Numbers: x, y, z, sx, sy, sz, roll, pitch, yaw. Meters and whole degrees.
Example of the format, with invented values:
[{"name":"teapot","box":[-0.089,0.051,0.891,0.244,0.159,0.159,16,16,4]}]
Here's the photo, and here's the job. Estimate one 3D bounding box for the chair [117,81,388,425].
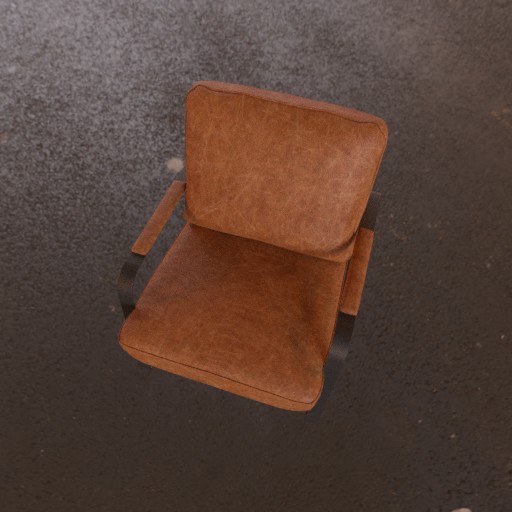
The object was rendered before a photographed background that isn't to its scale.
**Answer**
[{"name":"chair","box":[0.000,0.000,1.367,0.651,0.777,0.801,15,60,9]}]
